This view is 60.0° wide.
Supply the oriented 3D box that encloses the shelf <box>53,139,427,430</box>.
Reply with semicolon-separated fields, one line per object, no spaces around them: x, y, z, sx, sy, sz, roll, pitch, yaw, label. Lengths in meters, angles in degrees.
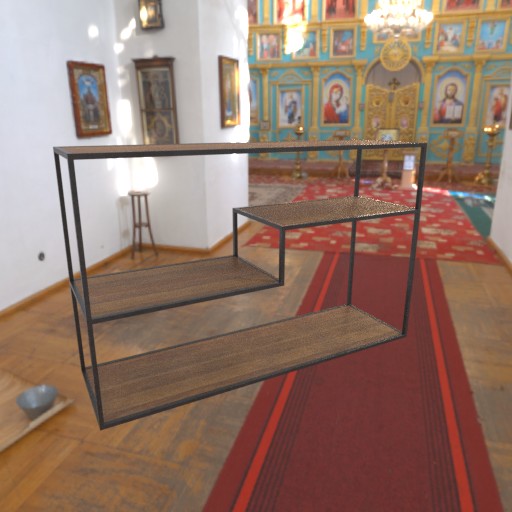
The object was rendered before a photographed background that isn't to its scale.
0.000;0.000;1.567;1.201;0.765;0.361;-9;19;-27;shelf
